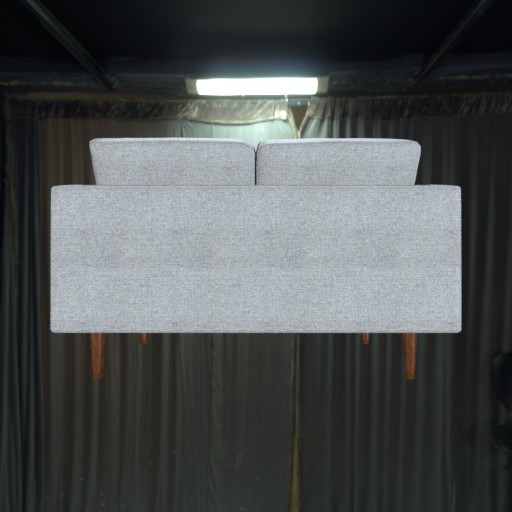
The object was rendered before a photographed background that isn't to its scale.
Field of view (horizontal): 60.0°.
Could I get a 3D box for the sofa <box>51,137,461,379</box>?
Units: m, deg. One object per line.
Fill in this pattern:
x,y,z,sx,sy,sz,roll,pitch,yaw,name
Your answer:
0.000,0.000,2.124,1.527,0.973,0.969,0,0,0,sofa
